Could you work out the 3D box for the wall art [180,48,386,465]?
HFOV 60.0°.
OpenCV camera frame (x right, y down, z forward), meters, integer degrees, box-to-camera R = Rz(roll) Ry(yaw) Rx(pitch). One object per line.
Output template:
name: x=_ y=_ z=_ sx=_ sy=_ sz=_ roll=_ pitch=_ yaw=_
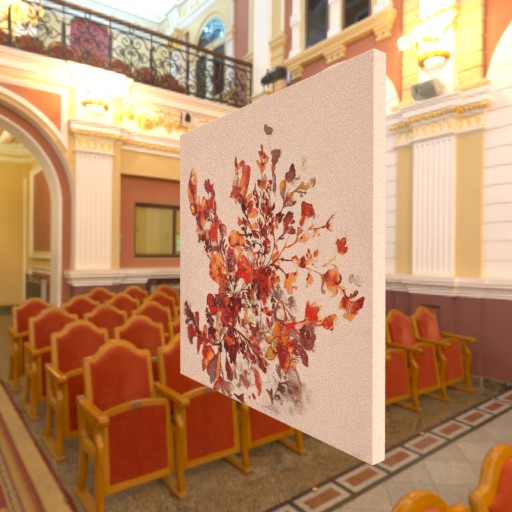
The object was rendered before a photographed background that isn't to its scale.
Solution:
wall art: x=0.000 y=0.000 z=1.116 sx=0.037 sy=0.757 sz=0.757 roll=-1 pitch=1 yaw=-37
